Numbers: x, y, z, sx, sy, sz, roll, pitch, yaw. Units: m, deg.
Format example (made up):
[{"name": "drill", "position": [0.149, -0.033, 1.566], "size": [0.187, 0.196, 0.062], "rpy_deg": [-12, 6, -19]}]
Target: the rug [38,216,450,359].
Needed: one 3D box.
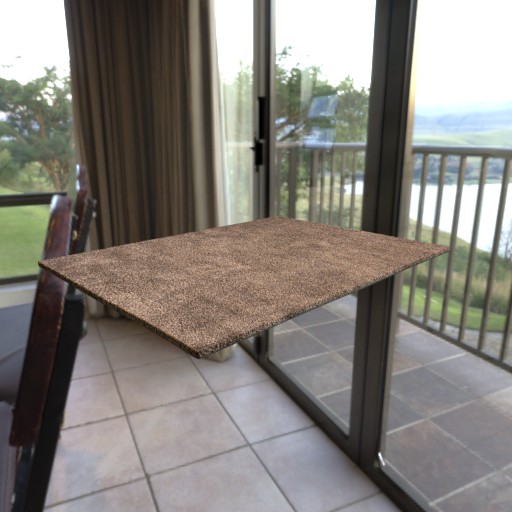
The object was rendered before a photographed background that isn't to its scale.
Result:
[{"name": "rug", "position": [0.000, 0.000, 2.133], "size": [1.601, 0.025, 1.198], "rpy_deg": [-15, 21, -42]}]
